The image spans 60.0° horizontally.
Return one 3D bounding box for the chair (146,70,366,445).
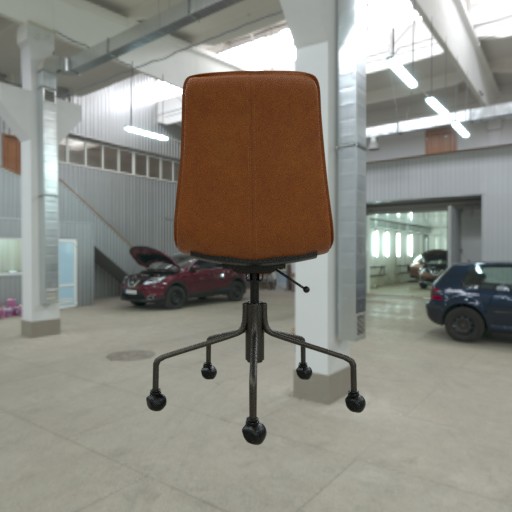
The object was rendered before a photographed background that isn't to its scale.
[{"bbox_3d":[0.000,0.000,1.388,0.651,0.920,0.660,0,0,1],"label":"chair"}]
